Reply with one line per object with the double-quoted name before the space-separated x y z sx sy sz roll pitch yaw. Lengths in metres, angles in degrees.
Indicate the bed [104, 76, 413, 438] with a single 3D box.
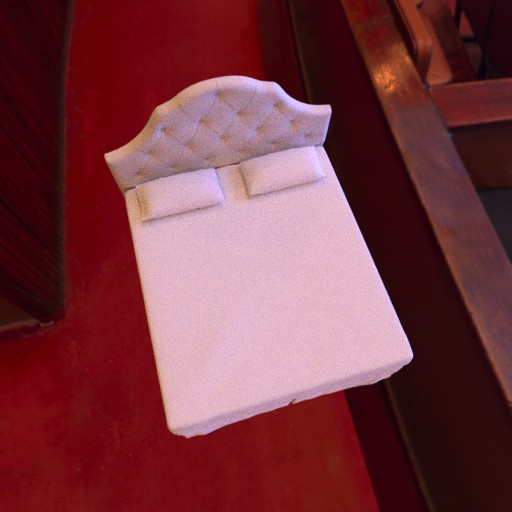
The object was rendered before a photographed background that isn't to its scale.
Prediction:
"bed" 0.000 0.000 3.519 2.008 1.615 2.214 -14 66 -7
